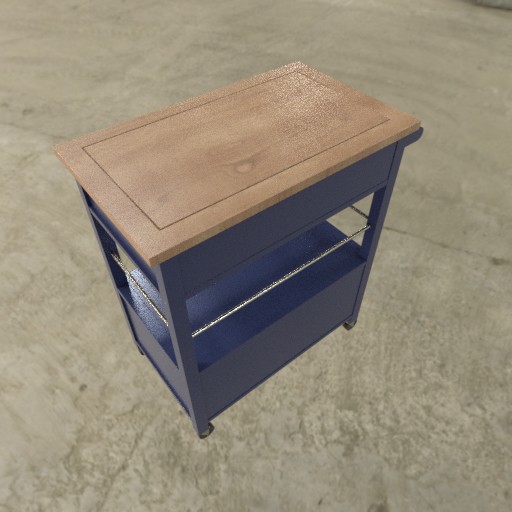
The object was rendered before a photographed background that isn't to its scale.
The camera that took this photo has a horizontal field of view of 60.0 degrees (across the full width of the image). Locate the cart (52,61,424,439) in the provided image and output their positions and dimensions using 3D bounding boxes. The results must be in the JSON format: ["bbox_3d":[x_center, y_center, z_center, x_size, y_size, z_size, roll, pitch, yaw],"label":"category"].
[{"bbox_3d":[0.000,0.000,1.403,0.840,0.901,0.459,-30,53,-25],"label":"cart"}]
